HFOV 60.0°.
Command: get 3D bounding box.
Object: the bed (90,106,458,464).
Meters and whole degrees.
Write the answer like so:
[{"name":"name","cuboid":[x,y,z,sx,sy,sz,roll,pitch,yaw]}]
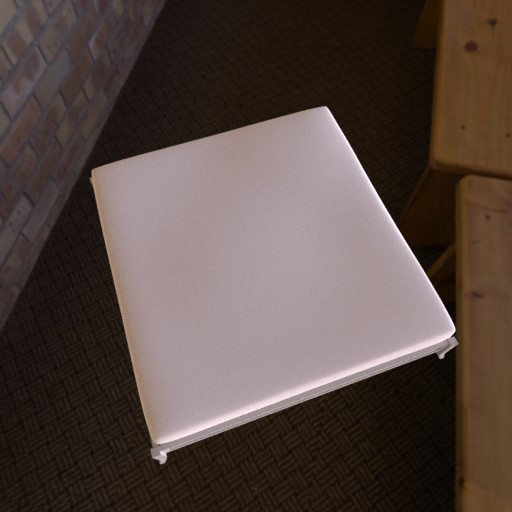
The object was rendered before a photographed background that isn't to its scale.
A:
[{"name":"bed","cuboid":[0.000,0.000,3.145,2.007,0.510,2.108,-17,64,-9]}]
